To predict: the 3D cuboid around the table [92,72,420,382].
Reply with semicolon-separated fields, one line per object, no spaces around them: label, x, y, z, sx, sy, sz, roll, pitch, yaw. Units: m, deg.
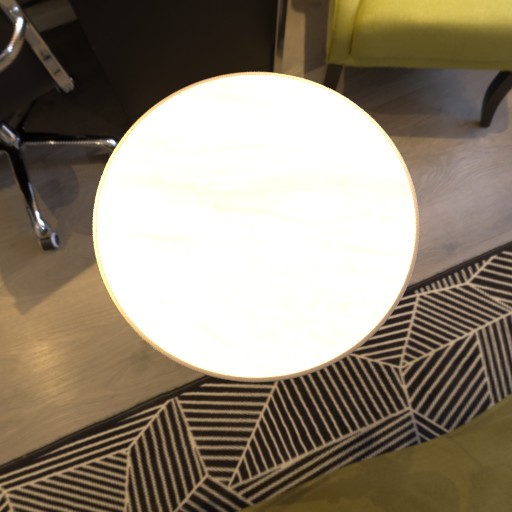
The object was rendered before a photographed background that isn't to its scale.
table;0.000;0.000;0.836;0.445;0.479;0.445;0;76;0
